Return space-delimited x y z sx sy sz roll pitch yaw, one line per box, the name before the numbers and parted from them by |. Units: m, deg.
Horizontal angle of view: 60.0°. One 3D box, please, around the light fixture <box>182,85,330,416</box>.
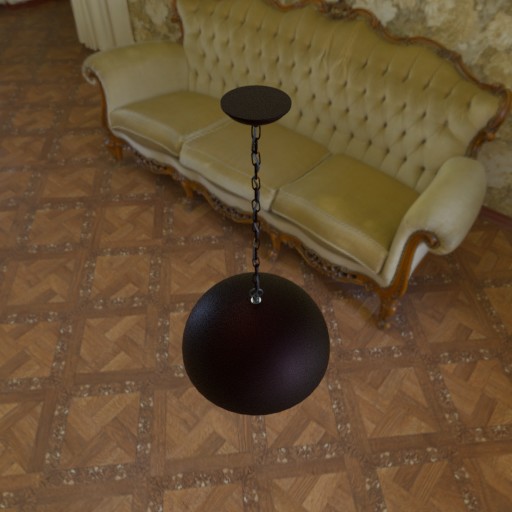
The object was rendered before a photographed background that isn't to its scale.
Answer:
light fixture | 0.000 0.000 1.175 0.492 0.869 0.492 -5 47 -5
